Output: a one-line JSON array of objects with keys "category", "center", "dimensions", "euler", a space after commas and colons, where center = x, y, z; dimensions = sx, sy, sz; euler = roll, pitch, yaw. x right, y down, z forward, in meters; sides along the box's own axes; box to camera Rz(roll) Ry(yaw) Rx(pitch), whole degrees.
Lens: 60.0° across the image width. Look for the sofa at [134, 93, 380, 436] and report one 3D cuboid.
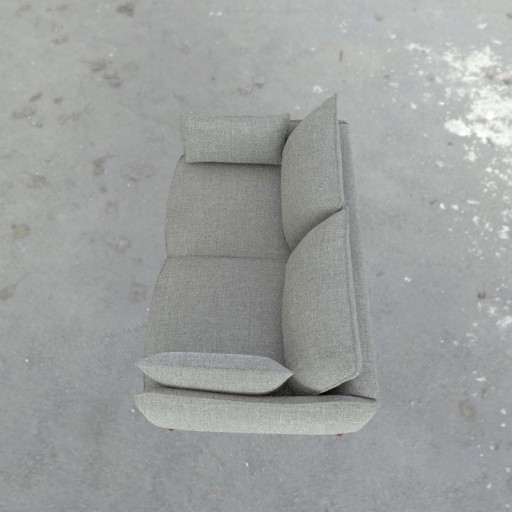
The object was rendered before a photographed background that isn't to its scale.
[{"category": "sofa", "center": [0.000, 0.000, 2.164], "dimensions": [0.972, 0.851, 1.580], "euler": [1, 59, 1]}]
